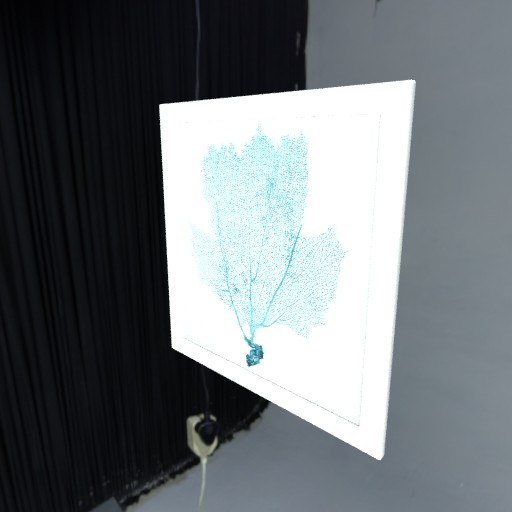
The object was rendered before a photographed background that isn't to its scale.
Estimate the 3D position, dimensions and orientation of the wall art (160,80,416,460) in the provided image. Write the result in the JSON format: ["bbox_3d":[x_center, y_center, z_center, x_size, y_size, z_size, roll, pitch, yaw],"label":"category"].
[{"bbox_3d":[0.000,0.000,0.855,0.584,0.584,0.013,14,20,43],"label":"wall art"}]
